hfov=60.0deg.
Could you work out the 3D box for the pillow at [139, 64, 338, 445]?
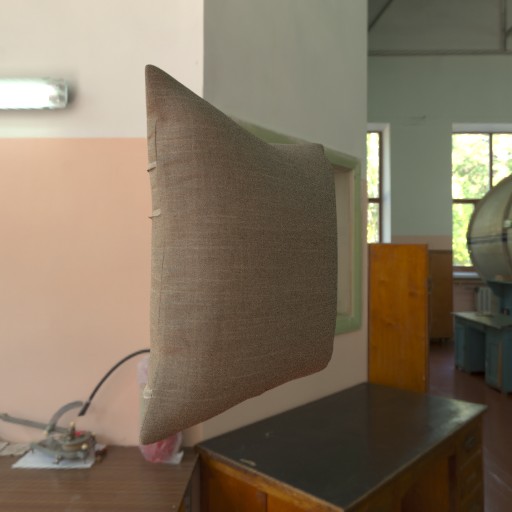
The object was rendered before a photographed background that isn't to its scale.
[{"bbox_3d":[0.000,0.000,0.628,0.169,0.400,0.424,0,-1,35],"label":"pillow"}]
